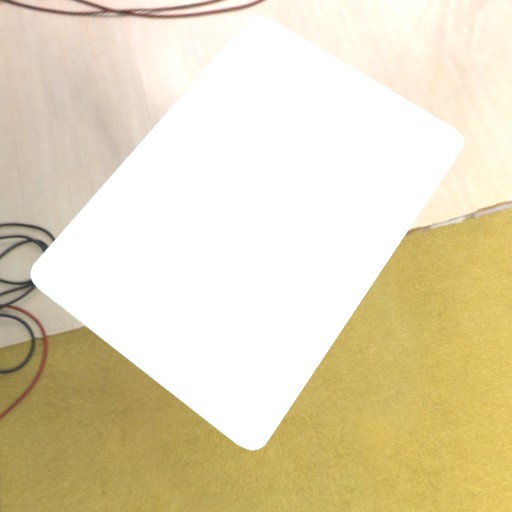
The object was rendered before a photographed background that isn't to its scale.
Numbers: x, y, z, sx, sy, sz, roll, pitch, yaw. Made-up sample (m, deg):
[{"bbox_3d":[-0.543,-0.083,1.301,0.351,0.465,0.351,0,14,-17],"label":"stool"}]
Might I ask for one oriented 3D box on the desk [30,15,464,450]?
[{"bbox_3d":[0.000,0.000,1.269,0.549,0.800,0.762,35,78,9],"label":"desk"}]
